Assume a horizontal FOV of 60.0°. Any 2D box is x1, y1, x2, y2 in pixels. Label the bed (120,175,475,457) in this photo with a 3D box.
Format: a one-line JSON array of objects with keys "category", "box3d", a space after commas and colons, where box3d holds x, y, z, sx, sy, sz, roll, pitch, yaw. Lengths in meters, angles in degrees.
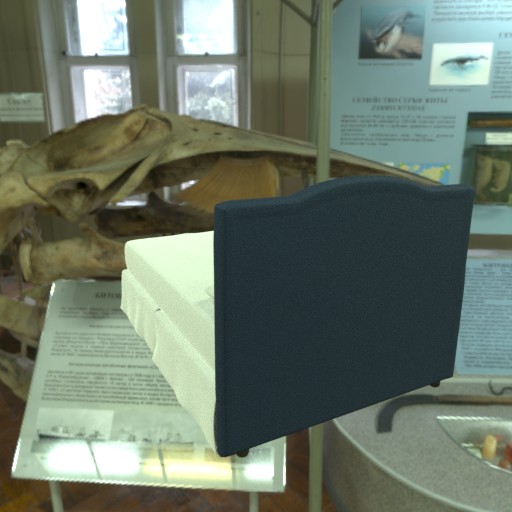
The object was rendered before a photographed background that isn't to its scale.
[{"category": "bed", "box3d": [0.000, 0.000, 3.522, 1.741, 1.441, 2.507, -8, 17, -27]}]
